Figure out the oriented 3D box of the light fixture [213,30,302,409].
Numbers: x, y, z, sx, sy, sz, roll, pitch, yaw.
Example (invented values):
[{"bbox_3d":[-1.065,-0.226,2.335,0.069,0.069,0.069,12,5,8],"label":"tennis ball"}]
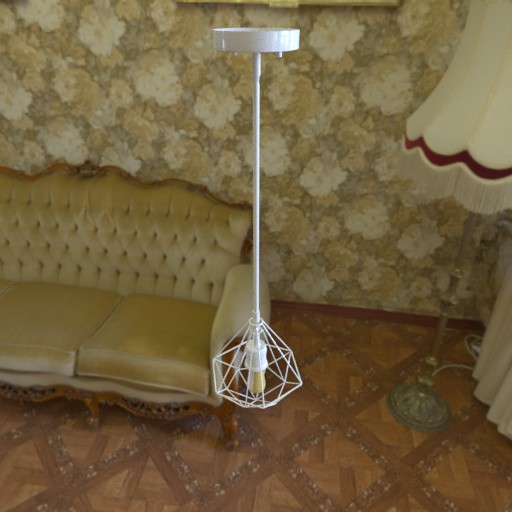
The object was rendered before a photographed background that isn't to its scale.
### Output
[{"bbox_3d":[0.000,0.000,1.937,0.487,1.764,0.431,-21,36,-33],"label":"light fixture"}]
